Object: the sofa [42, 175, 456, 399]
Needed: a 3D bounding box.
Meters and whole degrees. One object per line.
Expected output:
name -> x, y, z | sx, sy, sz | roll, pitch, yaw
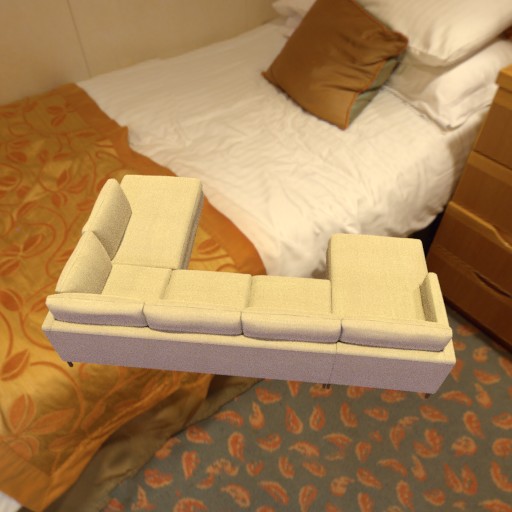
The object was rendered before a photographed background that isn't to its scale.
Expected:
sofa -> 0.000, 0.000, 3.585 | 2.737, 0.756, 1.879 | 4, 48, 4
